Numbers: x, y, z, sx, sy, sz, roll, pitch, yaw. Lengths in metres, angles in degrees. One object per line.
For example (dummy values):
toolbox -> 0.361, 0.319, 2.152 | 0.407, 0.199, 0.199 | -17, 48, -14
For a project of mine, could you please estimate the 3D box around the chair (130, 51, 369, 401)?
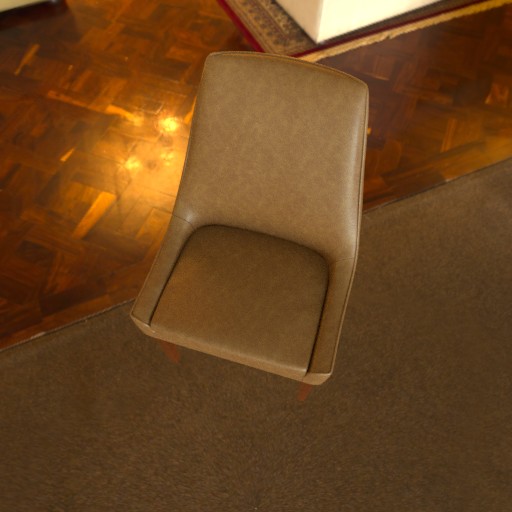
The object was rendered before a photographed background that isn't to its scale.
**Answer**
chair -> 0.000, 0.000, 1.198 | 0.529, 0.861, 0.544 | 15, 61, 8
